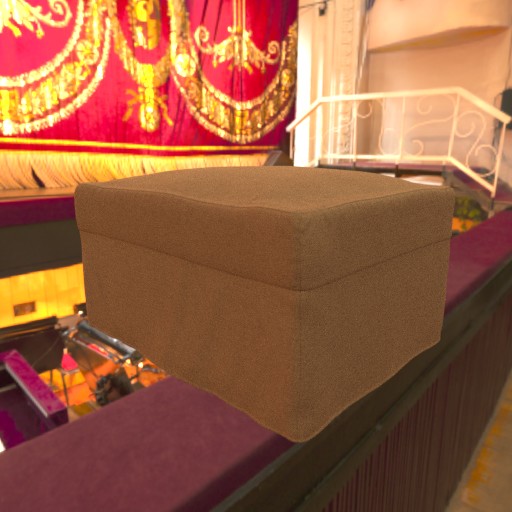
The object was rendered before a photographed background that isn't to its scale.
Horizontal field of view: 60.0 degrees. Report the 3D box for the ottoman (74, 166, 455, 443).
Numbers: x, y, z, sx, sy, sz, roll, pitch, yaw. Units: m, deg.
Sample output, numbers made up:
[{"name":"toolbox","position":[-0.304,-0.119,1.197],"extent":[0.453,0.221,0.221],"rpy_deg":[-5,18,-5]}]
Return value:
[{"name":"ottoman","position":[0.000,0.000,1.233],"extent":[0.833,0.485,0.650],"rpy_deg":[13,19,42]}]
